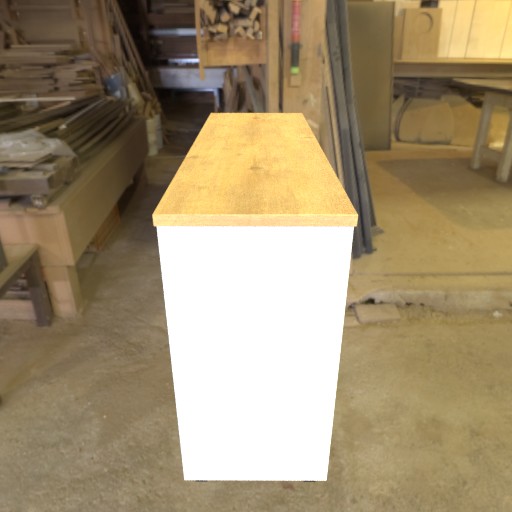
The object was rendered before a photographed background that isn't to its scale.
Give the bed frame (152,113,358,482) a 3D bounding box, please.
[{"bbox_3d":[0.000,0.000,1.695,0.430,0.850,1.300,0,27,0],"label":"bed frame"}]
